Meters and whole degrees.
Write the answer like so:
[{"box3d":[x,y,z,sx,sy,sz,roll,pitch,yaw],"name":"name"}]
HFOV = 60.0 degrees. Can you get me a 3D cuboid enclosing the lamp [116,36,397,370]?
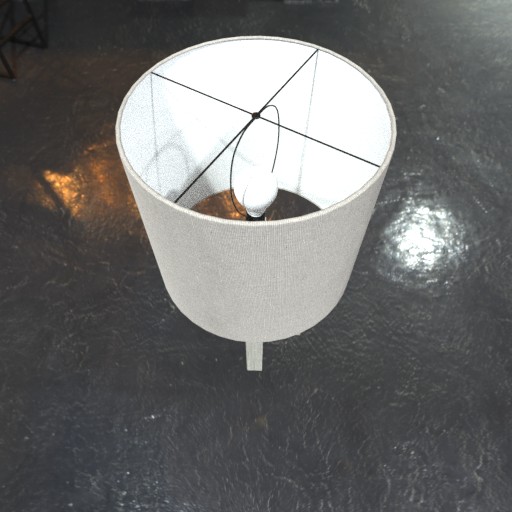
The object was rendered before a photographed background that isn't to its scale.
[{"box3d":[0.000,0.000,0.543,0.229,0.428,0.229,2,57,1],"name":"lamp"}]
